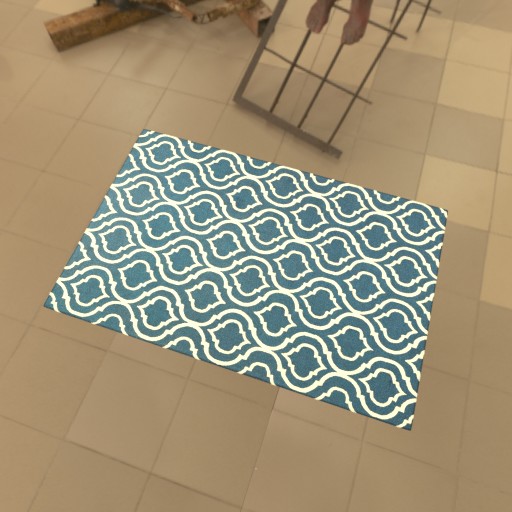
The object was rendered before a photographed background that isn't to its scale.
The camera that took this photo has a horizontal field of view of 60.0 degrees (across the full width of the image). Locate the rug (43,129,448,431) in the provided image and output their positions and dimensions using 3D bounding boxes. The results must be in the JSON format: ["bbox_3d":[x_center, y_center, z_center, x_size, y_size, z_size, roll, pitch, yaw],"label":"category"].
[{"bbox_3d":[0.000,0.000,2.218,1.753,0.010,1.143,17,66,8],"label":"rug"}]
